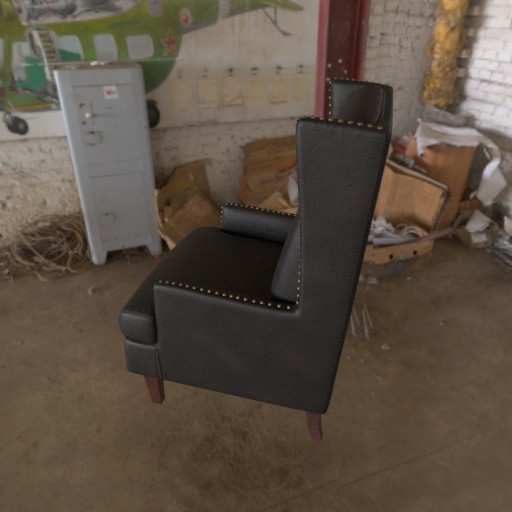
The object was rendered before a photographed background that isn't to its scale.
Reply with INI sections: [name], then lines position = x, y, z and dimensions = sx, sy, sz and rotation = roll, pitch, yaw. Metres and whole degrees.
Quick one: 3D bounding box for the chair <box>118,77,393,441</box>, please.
[chair]
position = 0.000, 0.000, 1.603
dimensions = 0.799, 1.142, 0.703
rotation = 8, 30, 13
